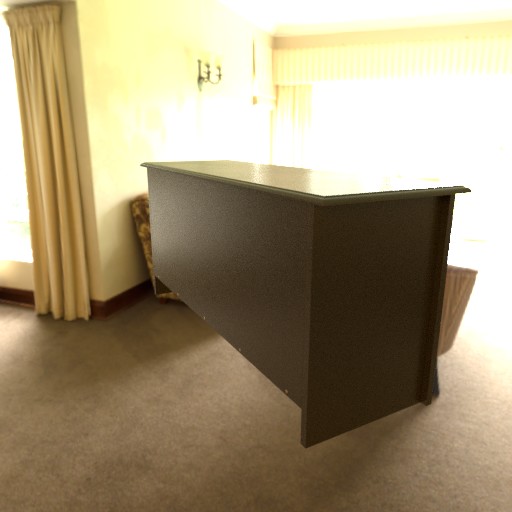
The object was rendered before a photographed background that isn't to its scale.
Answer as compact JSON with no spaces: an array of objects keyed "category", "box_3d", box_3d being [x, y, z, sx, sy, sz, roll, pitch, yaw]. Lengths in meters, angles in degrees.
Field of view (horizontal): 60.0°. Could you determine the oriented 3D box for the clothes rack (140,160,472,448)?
[{"category":"clothes rack","box_3d":[0.000,0.000,1.459,0.406,0.556,1.219,-8,17,-28]}]
